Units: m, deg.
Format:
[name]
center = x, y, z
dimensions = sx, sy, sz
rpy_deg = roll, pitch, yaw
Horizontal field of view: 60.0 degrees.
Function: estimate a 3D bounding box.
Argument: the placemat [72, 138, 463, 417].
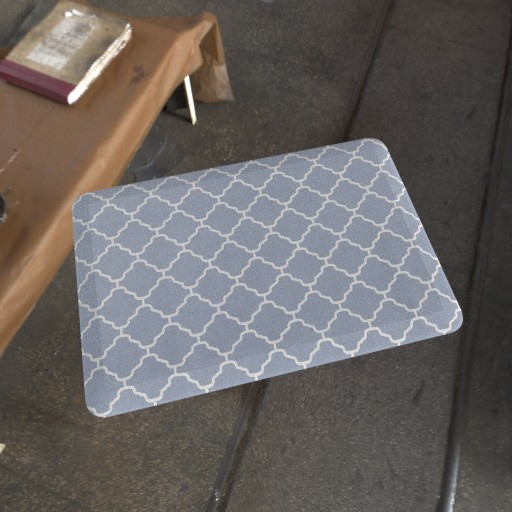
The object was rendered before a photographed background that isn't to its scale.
[placemat]
center = 0.000, 0.000, 0.955
dimensions = 0.762, 0.021, 0.508
rpy_deg = -12, 65, -6
